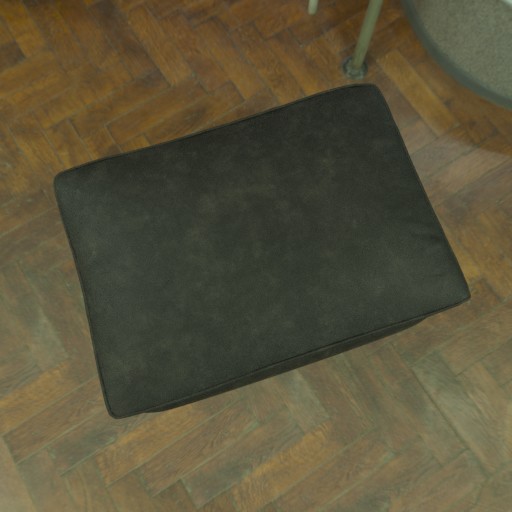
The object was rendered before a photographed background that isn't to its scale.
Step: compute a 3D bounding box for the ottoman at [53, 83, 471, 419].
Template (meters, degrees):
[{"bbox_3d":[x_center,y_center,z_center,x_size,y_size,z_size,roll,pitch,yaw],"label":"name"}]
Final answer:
[{"bbox_3d":[0.000,0.000,0.957,0.665,0.413,0.501,-18,77,-4],"label":"ottoman"}]
